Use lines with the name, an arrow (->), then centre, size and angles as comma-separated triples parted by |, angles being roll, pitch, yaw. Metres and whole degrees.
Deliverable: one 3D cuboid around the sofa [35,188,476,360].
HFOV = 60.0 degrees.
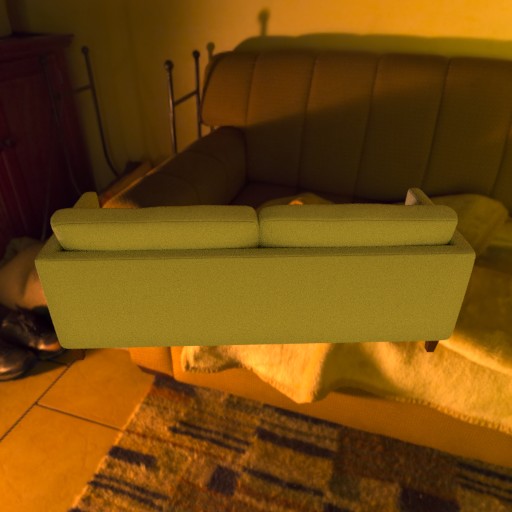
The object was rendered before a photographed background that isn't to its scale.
sofa -> 0.000, 0.000, 2.931 | 2.434, 0.965, 0.948 | -1, 32, -2
